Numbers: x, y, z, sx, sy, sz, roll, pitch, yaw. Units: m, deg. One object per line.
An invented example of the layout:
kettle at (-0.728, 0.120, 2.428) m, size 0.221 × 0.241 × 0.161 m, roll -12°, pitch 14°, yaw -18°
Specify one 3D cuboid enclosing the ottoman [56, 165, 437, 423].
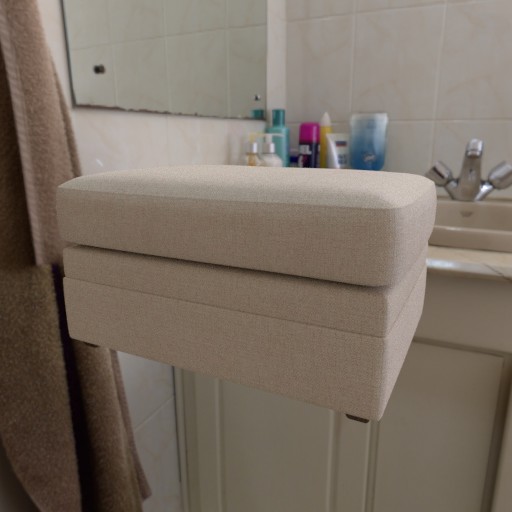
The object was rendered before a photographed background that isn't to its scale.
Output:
ottoman at (0.000, 0.000, 1.239) m, size 0.885 × 0.478 × 0.637 m, roll 7°, pitch 16°, yaw 26°
